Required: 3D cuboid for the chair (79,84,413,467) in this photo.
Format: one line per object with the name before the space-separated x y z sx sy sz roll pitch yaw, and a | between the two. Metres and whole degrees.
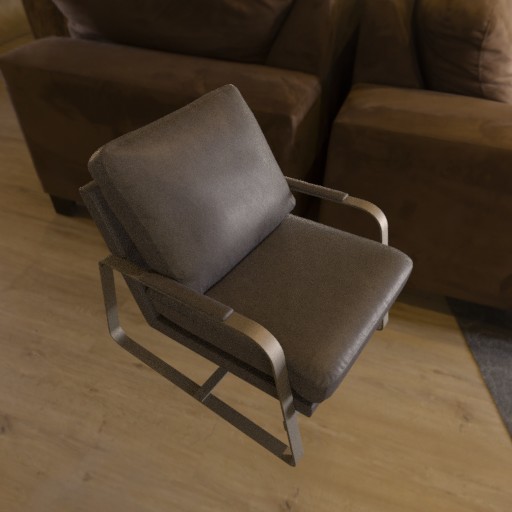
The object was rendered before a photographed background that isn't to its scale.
chair | 0.000 0.000 1.455 0.878 0.839 0.692 26 48 26
